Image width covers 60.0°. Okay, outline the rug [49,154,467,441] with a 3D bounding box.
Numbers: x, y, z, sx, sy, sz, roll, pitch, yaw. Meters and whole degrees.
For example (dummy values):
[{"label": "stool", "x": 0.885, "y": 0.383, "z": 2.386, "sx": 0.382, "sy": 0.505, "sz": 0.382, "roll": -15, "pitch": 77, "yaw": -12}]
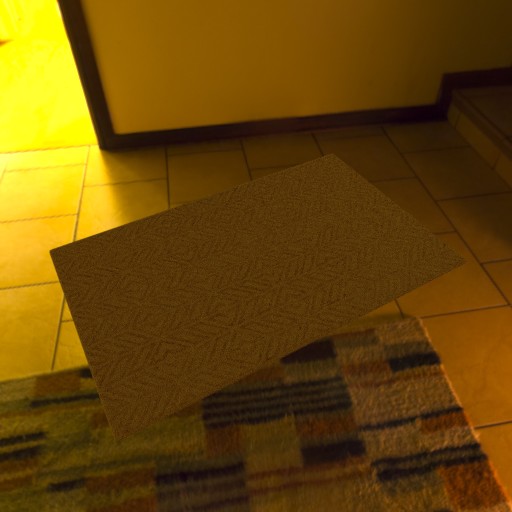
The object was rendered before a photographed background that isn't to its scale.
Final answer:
[{"label": "rug", "x": 0.000, "y": 0.000, "z": 3.033, "sx": 2.438, "sy": 0.008, "sz": 1.523, "roll": -22, "pitch": 50, "yaw": -20}]
